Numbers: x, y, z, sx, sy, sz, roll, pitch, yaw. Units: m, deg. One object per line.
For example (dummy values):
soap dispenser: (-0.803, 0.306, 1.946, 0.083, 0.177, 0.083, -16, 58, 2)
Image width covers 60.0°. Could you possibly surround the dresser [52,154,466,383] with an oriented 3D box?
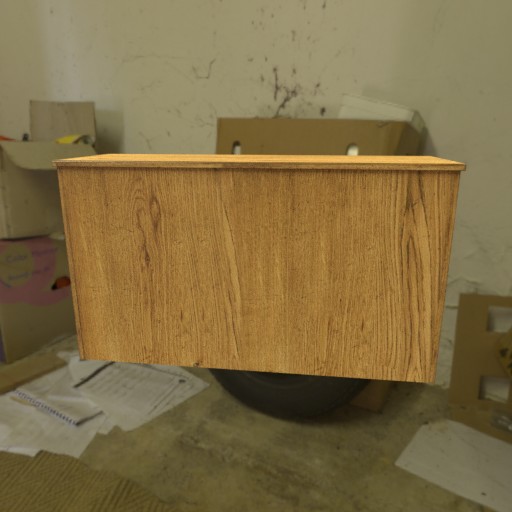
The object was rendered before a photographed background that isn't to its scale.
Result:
dresser: (0.000, 0.000, 2.150, 1.657, 0.932, 0.563, 2, 16, 7)
